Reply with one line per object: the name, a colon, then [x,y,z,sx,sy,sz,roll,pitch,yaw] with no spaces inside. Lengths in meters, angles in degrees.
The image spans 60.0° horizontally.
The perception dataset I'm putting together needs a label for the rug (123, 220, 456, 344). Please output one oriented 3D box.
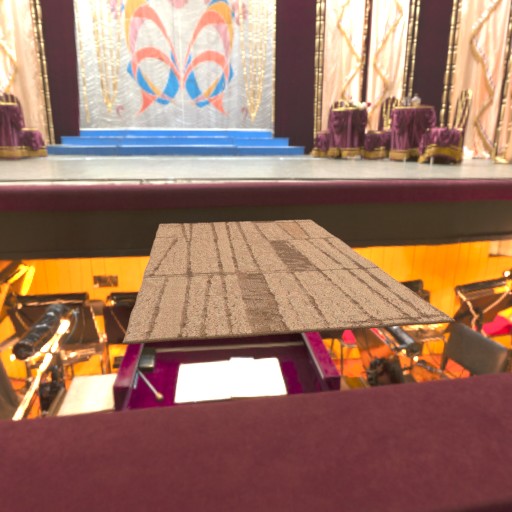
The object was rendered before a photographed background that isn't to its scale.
rug: [0.000,0.000,1.078,0.515,0.007,0.867,-2,16,-8]
